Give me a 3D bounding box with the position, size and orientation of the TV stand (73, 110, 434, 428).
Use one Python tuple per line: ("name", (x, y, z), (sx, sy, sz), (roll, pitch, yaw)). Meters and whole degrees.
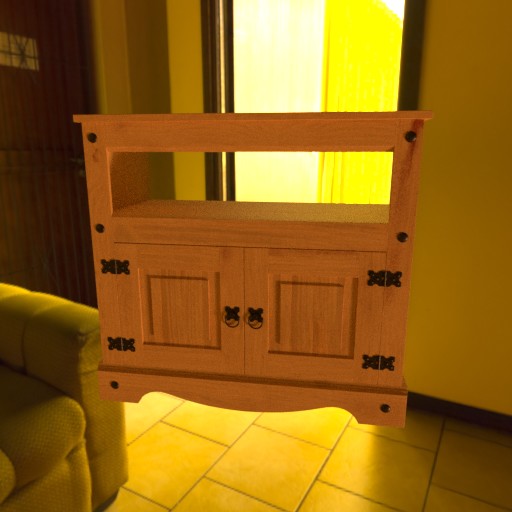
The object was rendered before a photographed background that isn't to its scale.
("TV stand", (0.000, 0.000, 1.325), (0.851, 0.787, 0.430), (2, 14, 9))
